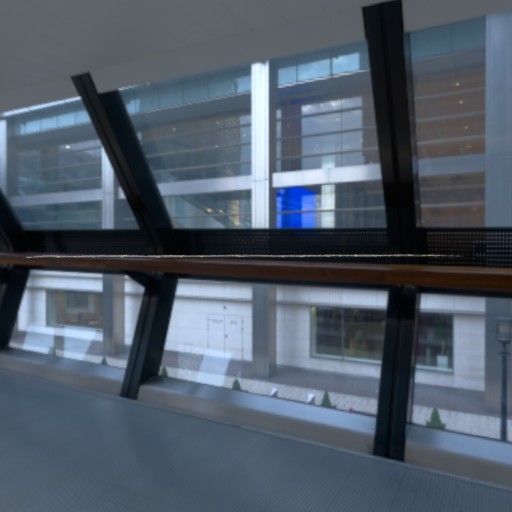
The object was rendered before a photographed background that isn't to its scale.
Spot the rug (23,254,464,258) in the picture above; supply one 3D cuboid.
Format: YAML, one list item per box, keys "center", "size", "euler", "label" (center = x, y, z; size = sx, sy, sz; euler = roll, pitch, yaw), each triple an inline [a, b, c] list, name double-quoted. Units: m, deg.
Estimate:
- center: [0.000, 0.000, 2.734]
  size: [2.476, 0.010, 0.807]
  euler: [0, 1, -18]
  label: "rug"
